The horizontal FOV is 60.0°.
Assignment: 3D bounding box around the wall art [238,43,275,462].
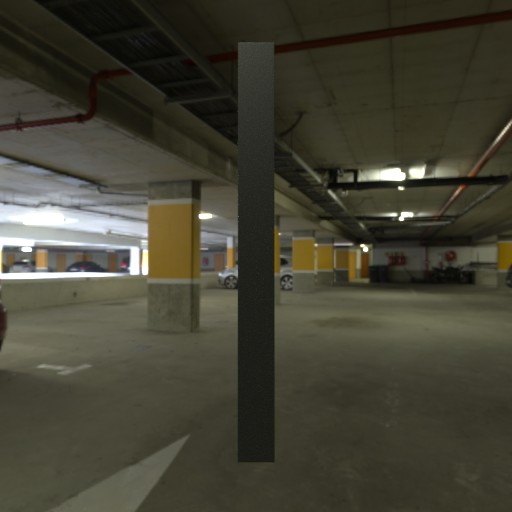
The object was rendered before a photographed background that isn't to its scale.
[{"bbox_3d":[0.000,0.000,0.529,0.028,0.321,0.381,0,-1,0],"label":"wall art"}]
